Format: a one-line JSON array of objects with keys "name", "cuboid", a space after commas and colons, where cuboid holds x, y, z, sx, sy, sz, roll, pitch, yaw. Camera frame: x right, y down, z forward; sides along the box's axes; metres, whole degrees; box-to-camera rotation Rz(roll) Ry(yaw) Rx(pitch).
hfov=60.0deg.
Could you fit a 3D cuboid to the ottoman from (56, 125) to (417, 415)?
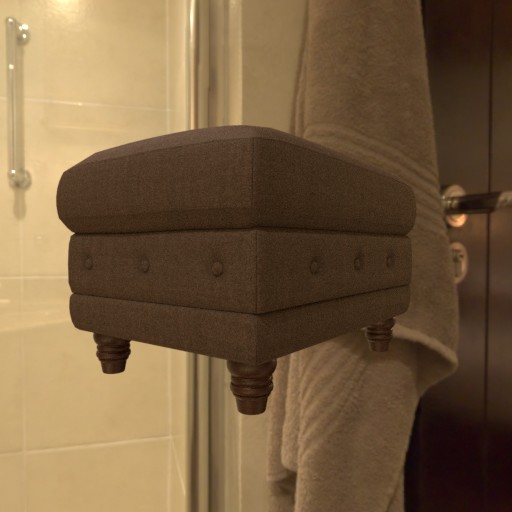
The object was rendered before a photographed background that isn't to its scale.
[{"name": "ottoman", "cuboid": [0.000, 0.000, 1.177, 0.599, 0.555, 0.809, 1, 1, 37]}]
